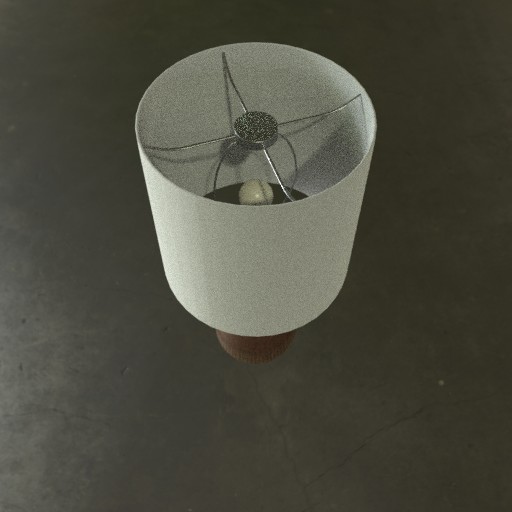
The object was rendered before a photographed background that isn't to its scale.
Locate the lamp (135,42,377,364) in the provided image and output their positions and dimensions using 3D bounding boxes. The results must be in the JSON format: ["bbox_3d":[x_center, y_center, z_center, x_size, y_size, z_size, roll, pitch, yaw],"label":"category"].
[{"bbox_3d":[0.000,0.000,0.460,0.186,0.369,0.186,0,58,0],"label":"lamp"}]
